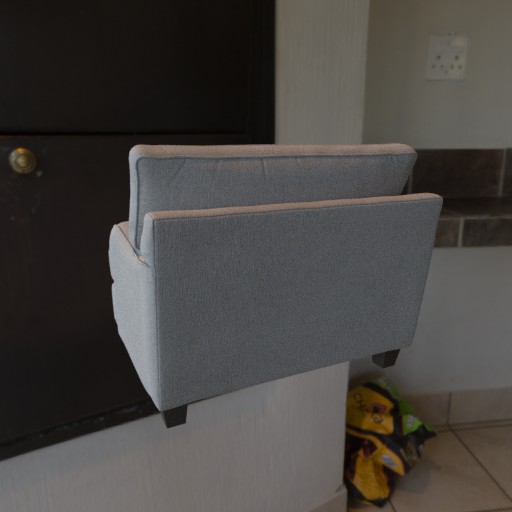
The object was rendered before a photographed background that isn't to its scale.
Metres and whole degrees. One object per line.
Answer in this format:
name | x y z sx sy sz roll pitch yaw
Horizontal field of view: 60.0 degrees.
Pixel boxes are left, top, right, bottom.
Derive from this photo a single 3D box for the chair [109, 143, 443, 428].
chair | 0.000 0.000 2.056 1.220 1.016 1.041 -7 16 -25
